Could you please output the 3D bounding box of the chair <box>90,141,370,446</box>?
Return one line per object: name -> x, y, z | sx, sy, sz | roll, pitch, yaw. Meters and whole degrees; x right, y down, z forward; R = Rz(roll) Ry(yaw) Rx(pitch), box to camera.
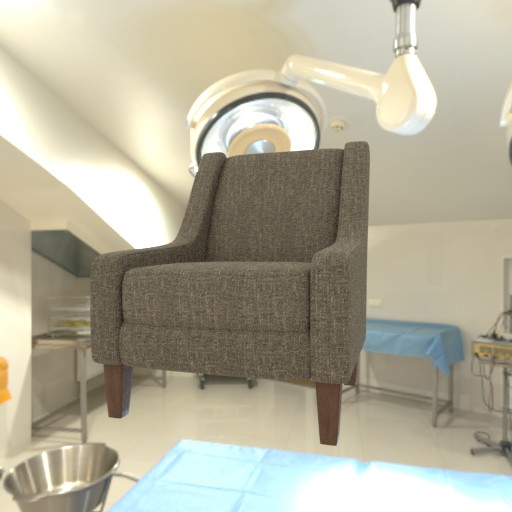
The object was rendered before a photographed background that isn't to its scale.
chair -> 0.000, 0.000, 1.674 | 0.793, 1.012, 0.944 | 0, 0, 17
